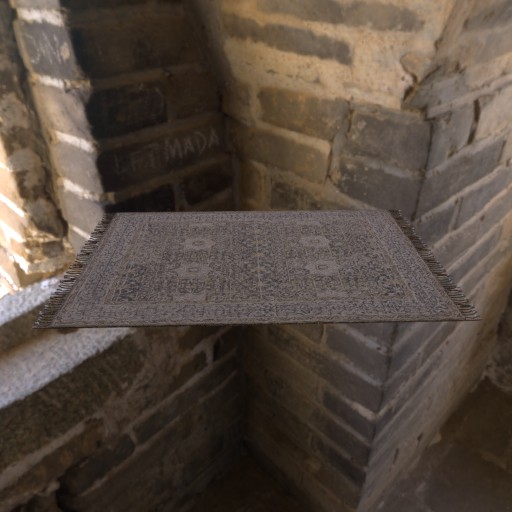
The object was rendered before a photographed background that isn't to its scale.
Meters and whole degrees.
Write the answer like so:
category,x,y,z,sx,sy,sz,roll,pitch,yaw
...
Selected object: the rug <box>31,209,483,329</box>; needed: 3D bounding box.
category,x,y,z,sx,sy,sz,roll,pitch,yaw
rug,0.000,0.000,2.500,2.029,0.010,1.237,-1,30,-1
